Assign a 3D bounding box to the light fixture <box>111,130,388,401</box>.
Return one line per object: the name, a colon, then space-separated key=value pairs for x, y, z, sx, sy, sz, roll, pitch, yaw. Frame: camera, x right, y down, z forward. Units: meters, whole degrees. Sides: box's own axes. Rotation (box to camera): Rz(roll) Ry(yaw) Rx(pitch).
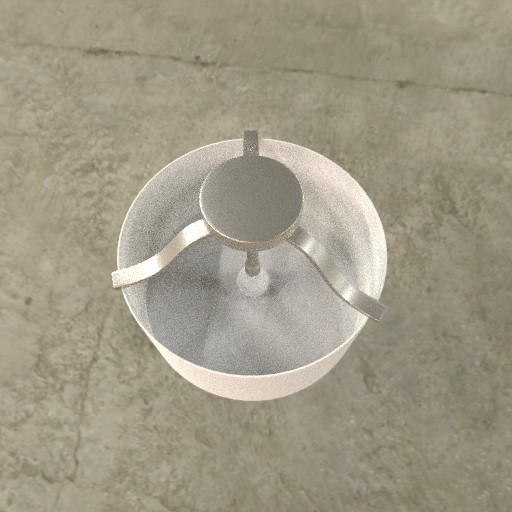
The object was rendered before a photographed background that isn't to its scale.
light fixture: x=0.000 y=0.000 z=0.663 sx=0.395 sy=0.304 sz=0.395 roll=0 pitch=63 yaw=0
